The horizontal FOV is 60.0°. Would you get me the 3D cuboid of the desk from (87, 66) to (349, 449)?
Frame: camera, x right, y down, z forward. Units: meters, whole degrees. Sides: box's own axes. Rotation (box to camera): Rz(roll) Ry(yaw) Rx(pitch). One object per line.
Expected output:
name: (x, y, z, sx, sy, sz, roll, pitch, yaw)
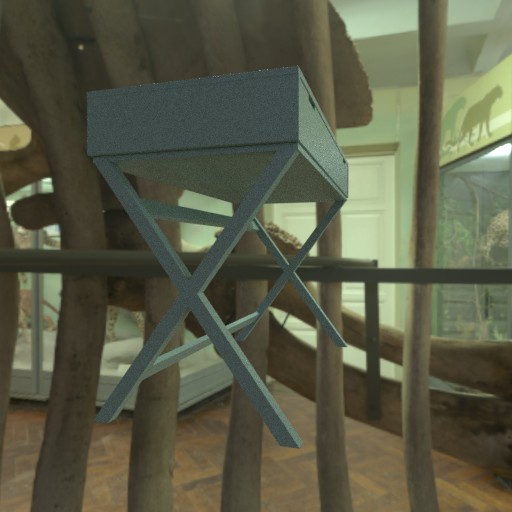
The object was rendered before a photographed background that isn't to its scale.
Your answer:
desk: (0.000, 0.000, 1.474, 0.509, 0.780, 1.059, 0, 1, 17)
